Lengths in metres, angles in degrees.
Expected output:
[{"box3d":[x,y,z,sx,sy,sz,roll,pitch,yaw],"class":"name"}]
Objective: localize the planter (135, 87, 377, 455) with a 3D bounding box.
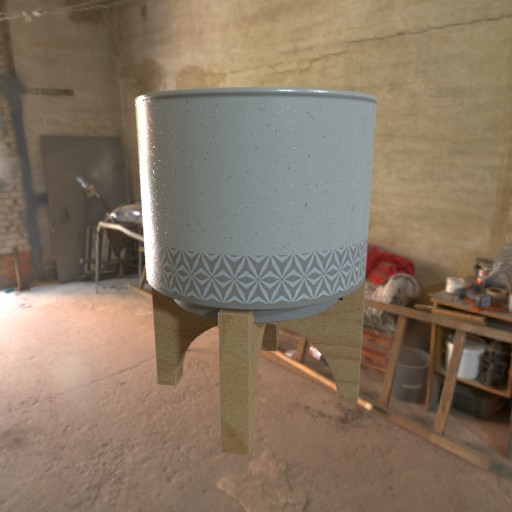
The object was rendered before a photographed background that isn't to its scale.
[{"box3d":[0.000,0.000,0.267,0.130,0.178,0.130,0,15,0],"class":"planter"}]
